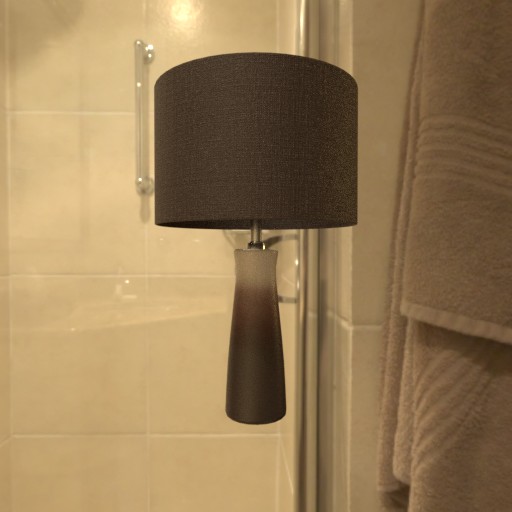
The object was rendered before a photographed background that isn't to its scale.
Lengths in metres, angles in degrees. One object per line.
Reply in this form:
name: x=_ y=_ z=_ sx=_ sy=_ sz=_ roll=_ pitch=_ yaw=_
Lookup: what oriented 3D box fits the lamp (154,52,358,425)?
lamp: x=0.000 y=0.000 z=0.679 sx=0.303 sy=0.488 sz=0.303 roll=0 pitch=1 yaw=0
